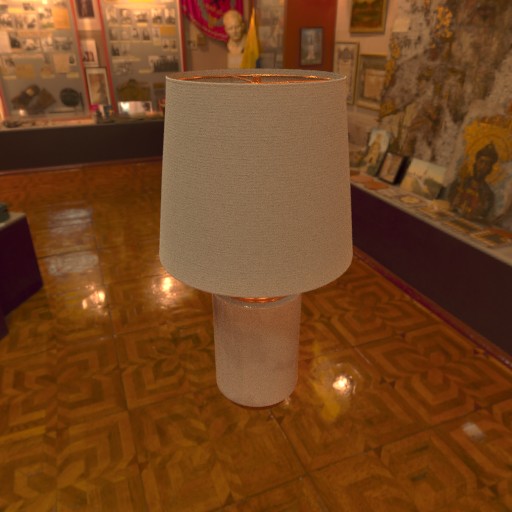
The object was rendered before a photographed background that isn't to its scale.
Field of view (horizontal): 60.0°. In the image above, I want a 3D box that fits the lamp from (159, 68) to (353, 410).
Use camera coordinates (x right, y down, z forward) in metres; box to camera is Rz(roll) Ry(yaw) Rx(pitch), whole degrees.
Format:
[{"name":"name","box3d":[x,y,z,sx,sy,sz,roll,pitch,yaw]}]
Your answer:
[{"name":"lamp","box3d":[0.000,0.000,0.448,0.189,0.340,0.189,0,27,0]}]
